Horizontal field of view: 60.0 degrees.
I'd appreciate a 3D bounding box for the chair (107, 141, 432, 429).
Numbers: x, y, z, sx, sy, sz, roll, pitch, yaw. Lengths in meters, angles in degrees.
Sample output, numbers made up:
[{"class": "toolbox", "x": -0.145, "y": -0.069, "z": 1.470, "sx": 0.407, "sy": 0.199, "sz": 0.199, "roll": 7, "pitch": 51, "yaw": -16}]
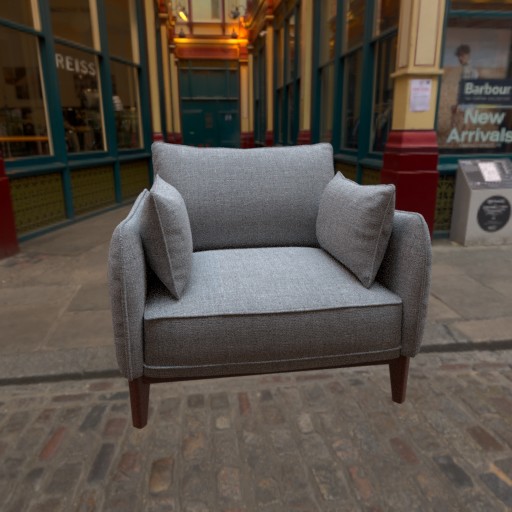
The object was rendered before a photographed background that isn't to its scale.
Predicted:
[{"class": "chair", "x": 0.000, "y": 0.000, "z": 1.719, "sx": 0.993, "sy": 0.839, "sz": 0.976, "roll": -2, "pitch": 16, "yaw": -8}]
